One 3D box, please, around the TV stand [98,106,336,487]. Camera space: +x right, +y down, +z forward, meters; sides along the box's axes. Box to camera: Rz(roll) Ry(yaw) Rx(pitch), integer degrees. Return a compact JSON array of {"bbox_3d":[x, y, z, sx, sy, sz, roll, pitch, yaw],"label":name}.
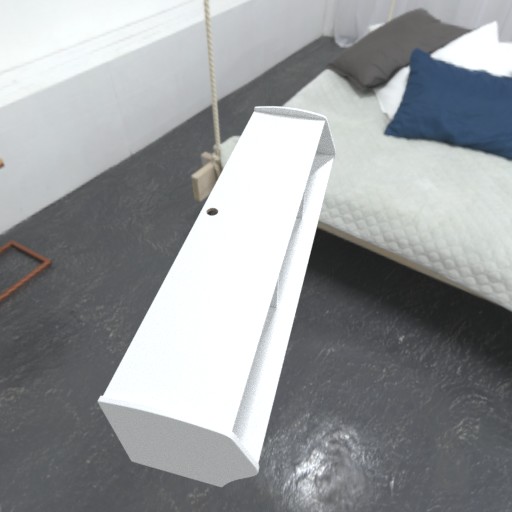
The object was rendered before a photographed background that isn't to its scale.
[{"bbox_3d":[0.000,0.000,1.652,0.397,0.424,1.473,11,47,10],"label":"TV stand"}]
